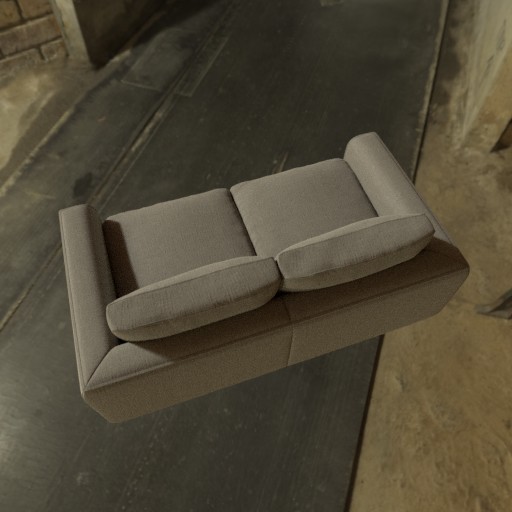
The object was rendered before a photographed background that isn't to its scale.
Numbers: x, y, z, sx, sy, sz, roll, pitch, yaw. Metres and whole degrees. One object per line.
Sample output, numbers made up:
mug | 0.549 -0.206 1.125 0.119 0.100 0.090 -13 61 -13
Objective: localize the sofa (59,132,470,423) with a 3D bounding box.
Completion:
sofa | 0.000 0.000 2.394 1.920 0.800 1.069 -16 59 -10
